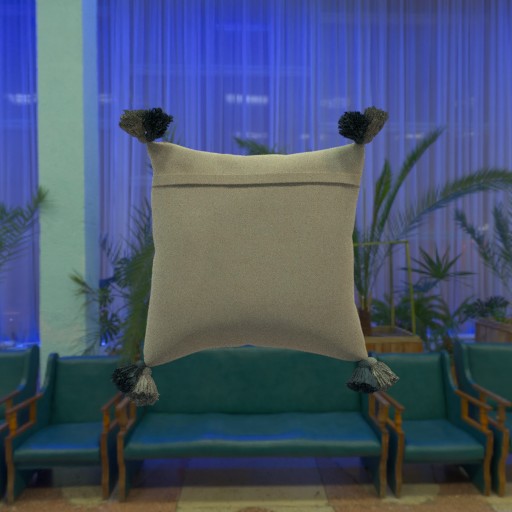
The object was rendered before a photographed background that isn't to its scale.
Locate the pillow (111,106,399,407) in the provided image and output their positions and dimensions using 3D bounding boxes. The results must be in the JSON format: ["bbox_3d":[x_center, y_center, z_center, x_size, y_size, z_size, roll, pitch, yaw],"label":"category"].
[{"bbox_3d":[0.000,0.000,0.953,0.614,0.634,0.138,0,1,0],"label":"pillow"}]
